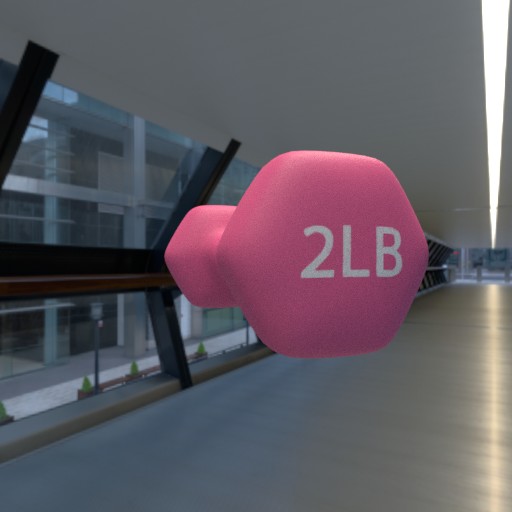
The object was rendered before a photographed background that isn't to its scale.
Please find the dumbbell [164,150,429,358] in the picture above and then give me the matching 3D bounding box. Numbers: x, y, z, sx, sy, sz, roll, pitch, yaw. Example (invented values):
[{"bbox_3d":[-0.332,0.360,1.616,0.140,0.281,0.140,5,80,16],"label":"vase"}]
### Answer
[{"bbox_3d":[0.000,0.000,0.174,0.058,0.053,0.146,0,0,-17],"label":"dumbbell"}]
